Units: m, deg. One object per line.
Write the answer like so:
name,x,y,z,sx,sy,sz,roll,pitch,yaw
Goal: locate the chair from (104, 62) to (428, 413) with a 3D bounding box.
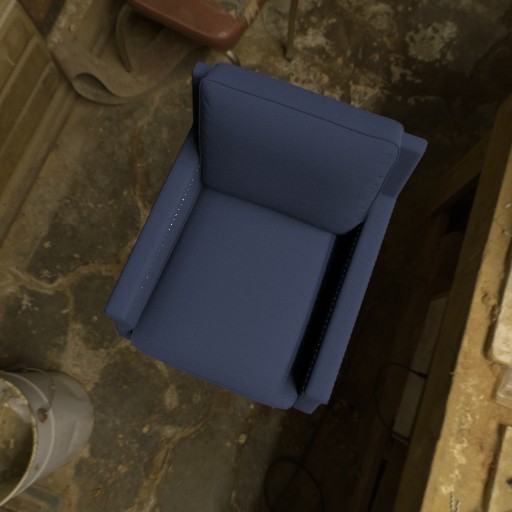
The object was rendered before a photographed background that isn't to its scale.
chair,0.000,0.000,1.717,0.853,0.943,1.014,21,76,5
